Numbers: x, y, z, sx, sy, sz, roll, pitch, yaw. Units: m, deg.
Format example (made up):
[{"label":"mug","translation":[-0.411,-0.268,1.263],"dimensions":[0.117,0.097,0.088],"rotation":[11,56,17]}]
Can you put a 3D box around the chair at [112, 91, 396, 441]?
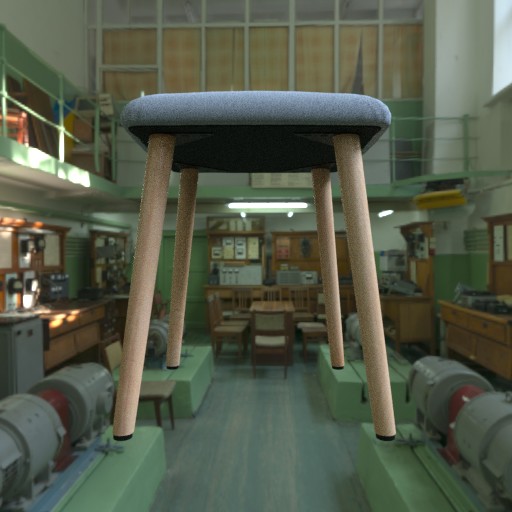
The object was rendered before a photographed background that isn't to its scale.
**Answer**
[{"label":"chair","translation":[0.000,0.000,0.698],"dimensions":[0.350,0.440,0.350],"rotation":[0,1,0]}]
